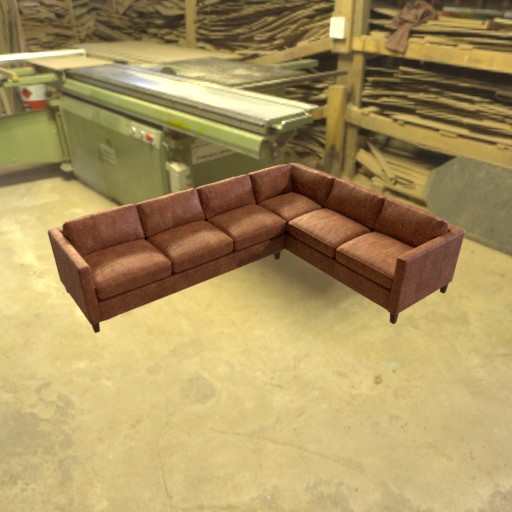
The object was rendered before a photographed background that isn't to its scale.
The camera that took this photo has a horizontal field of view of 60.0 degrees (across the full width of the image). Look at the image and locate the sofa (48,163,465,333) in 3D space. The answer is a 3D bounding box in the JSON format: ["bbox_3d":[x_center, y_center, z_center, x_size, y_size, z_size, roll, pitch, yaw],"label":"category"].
[{"bbox_3d":[0.000,0.000,4.331,3.167,0.838,2.438,-21,36,-32],"label":"sofa"}]
